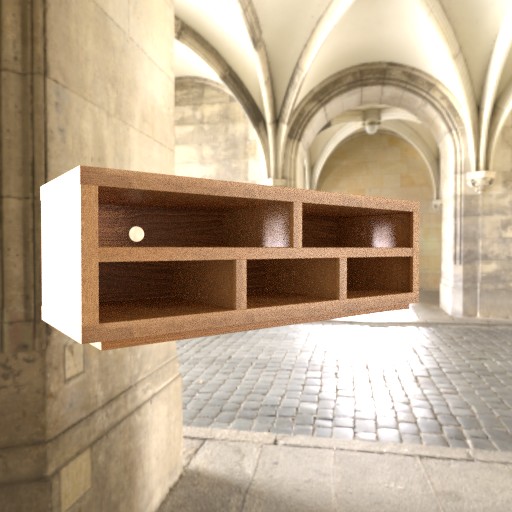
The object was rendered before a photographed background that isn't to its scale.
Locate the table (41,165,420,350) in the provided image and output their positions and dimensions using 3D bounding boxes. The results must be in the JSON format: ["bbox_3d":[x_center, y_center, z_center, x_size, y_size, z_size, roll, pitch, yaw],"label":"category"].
[{"bbox_3d":[0.000,0.000,1.793,1.499,0.491,0.499,-1,1,-37],"label":"table"}]
